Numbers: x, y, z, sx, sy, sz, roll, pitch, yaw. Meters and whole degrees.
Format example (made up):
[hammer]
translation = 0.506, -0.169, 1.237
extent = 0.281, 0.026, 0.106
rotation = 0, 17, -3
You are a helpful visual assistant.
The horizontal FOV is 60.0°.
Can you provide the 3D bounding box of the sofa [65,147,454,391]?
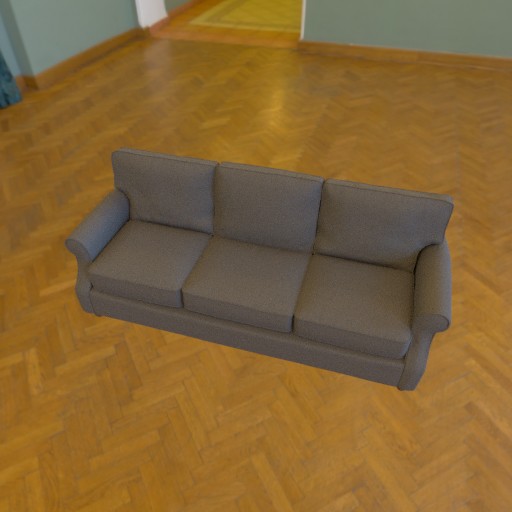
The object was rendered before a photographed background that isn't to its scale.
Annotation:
[sofa]
translation = 0.000, 0.000, 2.876
extent = 2.353, 0.948, 0.966
rotation = 11, 42, 12
